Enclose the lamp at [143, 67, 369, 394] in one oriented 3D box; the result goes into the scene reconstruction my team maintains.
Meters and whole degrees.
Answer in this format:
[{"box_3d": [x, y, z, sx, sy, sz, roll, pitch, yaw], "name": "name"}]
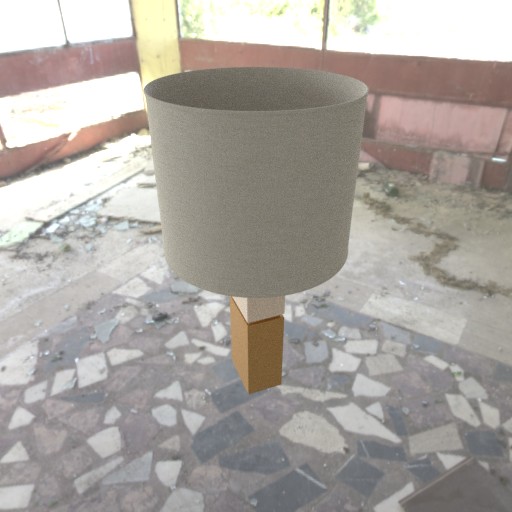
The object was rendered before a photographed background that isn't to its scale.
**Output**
[{"box_3d": [0.000, 0.000, 0.568, 0.229, 0.417, 0.229, -12, 33, -18], "name": "lamp"}]
